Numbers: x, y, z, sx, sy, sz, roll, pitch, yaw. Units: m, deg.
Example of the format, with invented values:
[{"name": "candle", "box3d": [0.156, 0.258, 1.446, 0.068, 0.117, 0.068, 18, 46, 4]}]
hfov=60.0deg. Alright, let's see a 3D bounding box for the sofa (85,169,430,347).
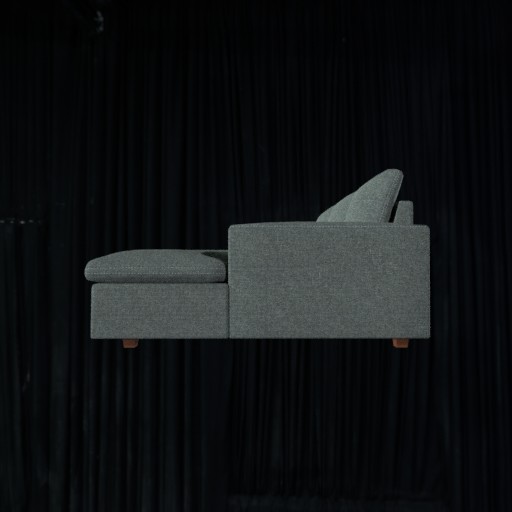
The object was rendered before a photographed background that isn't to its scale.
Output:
[{"name": "sofa", "box3d": [0.000, 0.000, 3.509, 1.689, 0.940, 2.718, 0, -1, 0]}]
